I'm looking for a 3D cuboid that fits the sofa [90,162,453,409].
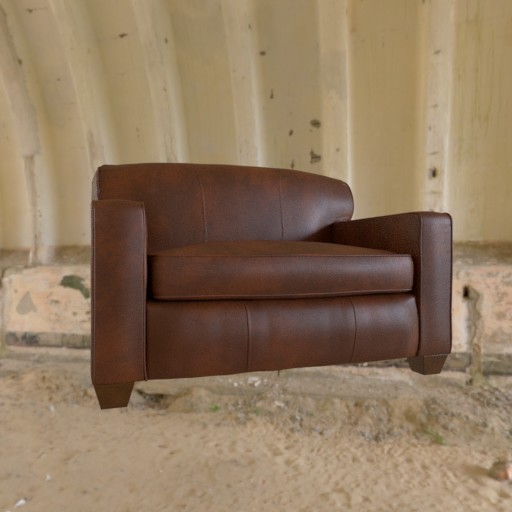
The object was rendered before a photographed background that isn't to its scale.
[{"bbox_3d":[0.000,0.000,1.995,1.413,0.956,1.000,0,0,-19],"label":"sofa"}]
